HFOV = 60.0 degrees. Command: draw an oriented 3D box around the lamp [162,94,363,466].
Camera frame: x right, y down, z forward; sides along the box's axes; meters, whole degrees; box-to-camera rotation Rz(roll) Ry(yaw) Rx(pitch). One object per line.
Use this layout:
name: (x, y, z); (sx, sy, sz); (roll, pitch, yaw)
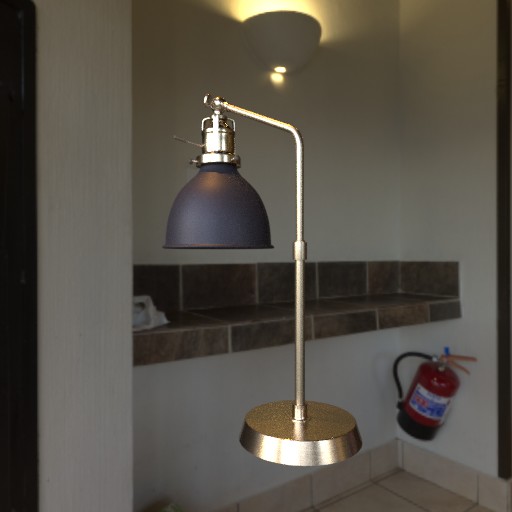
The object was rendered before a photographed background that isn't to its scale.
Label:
lamp: (0.000, 0.000, 0.599); (0.291, 0.456, 0.160); (0, 0, 36)
